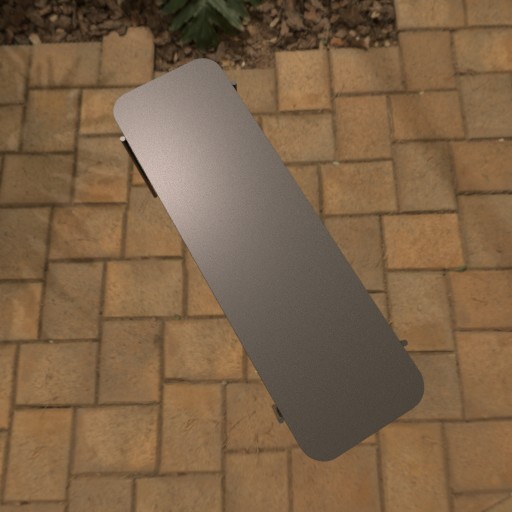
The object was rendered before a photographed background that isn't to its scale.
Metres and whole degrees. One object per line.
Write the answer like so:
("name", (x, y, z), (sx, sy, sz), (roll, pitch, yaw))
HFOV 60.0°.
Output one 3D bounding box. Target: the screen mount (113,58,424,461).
("screen mount", (0.000, 0.000, 1.465), (0.400, 0.447, 1.200), (-29, 77, -7))
